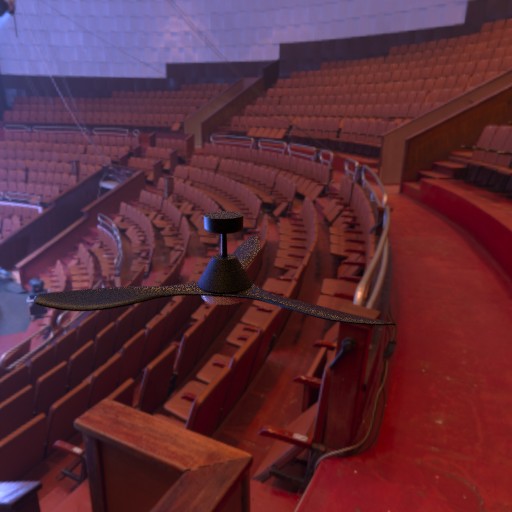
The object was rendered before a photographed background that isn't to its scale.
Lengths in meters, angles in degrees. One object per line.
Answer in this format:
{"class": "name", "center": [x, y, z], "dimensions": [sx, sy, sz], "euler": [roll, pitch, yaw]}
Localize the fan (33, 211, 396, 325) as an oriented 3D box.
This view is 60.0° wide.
{"class": "fan", "center": [0.000, 0.000, 1.603], "dimensions": [1.067, 0.305, 1.067], "euler": [8, 18, 26]}
